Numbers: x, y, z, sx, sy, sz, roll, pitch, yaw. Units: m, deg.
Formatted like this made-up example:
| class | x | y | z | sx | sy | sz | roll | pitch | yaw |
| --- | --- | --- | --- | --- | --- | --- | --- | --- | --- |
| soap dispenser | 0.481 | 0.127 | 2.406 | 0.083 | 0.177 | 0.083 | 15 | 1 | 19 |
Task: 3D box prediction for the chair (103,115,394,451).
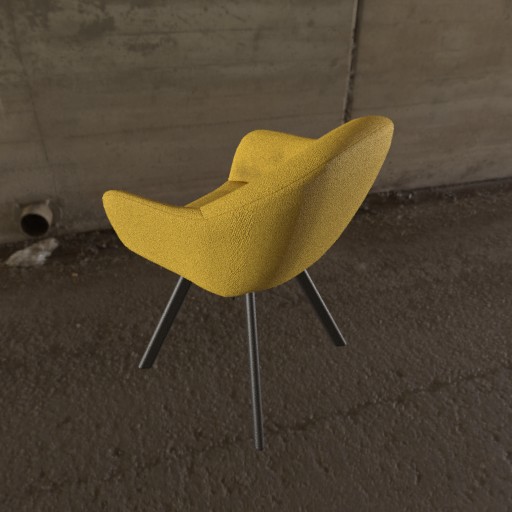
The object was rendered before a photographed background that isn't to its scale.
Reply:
| class | x | y | z | sx | sy | sz | roll | pitch | yaw |
| --- | --- | --- | --- | --- | --- | --- | --- | --- | --- |
| chair | 0.000 | 0.000 | 1.152 | 0.565 | 0.775 | 0.545 | 22 | 39 | 30 |
